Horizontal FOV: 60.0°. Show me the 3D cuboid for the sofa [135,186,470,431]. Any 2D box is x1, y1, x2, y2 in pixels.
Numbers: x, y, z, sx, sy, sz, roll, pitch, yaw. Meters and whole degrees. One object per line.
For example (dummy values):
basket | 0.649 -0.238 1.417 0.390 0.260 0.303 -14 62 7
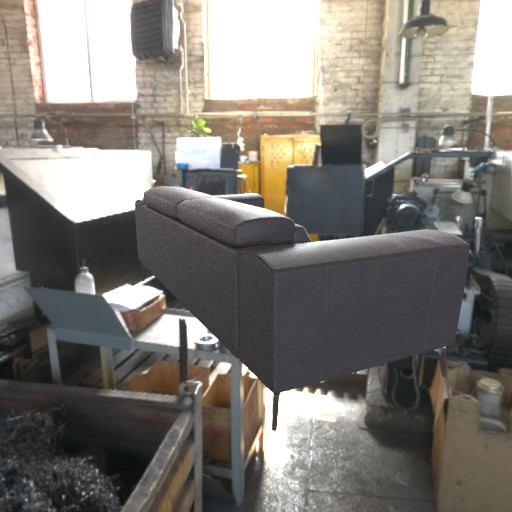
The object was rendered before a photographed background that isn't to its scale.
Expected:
sofa | 0.000 0.000 2.833 1.048 0.814 2.330 -7 15 -26
